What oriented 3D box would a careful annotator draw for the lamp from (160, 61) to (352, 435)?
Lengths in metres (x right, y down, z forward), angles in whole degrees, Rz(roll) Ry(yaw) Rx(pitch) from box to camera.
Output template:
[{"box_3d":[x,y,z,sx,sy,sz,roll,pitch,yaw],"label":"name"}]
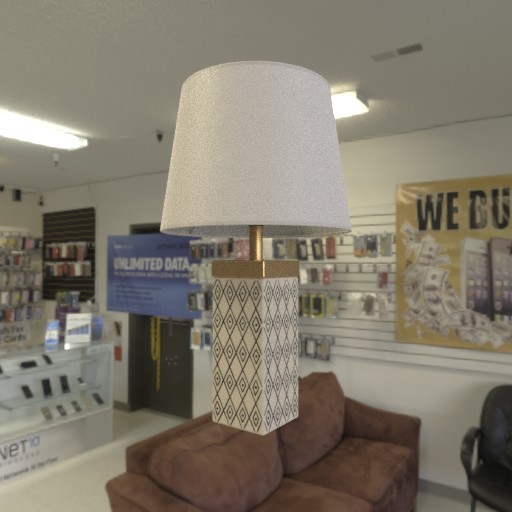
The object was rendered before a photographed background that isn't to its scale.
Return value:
[{"box_3d":[0.000,0.000,0.593,0.251,0.435,0.251,0,-1,0],"label":"lamp"}]
